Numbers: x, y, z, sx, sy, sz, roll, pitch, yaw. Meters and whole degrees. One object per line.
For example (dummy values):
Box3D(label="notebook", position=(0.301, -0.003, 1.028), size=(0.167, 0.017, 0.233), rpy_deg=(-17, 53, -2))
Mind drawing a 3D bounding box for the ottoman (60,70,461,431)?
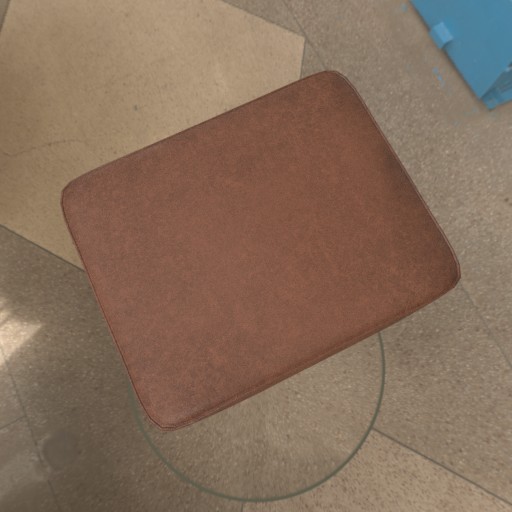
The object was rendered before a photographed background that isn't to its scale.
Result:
Box3D(label="ottoman", position=(0.000, 0.000, 1.129), size=(0.738, 0.537, 0.589), rpy_deg=(-25, 78, -6))
